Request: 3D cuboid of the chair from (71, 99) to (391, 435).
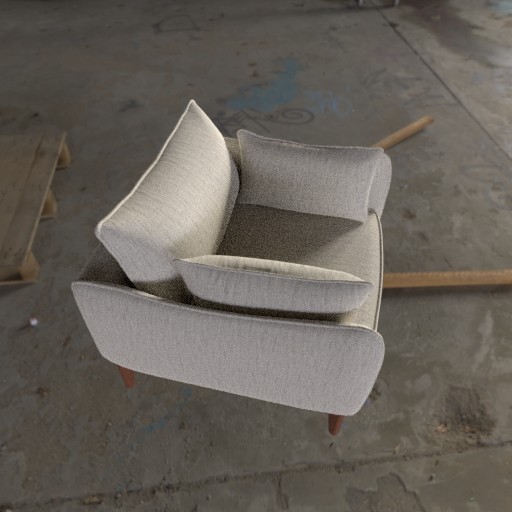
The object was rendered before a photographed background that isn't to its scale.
[{"bbox_3d":[0.000,0.000,1.747,0.991,0.855,0.994,10,48,9],"label":"chair"}]
